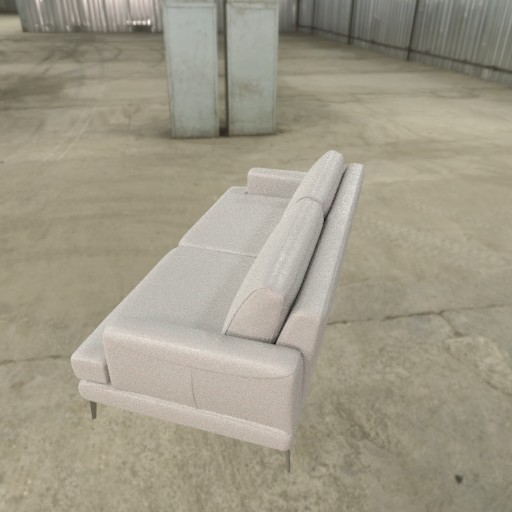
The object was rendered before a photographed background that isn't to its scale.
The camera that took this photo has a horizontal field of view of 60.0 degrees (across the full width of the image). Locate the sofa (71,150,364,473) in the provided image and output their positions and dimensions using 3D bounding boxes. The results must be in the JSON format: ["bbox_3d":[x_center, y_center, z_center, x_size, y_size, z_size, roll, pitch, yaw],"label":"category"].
[{"bbox_3d":[0.000,0.000,2.408,0.974,0.765,1.940,9,31,14],"label":"sofa"}]
